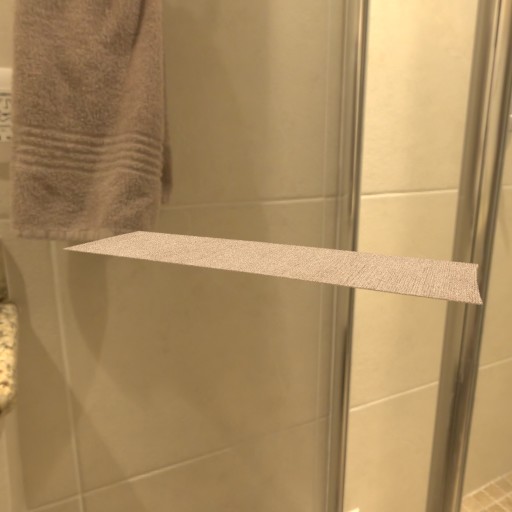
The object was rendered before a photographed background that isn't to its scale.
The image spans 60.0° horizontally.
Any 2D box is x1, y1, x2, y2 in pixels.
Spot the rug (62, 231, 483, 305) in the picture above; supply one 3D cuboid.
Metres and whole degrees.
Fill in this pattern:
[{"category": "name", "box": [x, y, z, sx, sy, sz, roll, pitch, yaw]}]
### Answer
[{"category": "rug", "box": [0.000, 0.000, 2.566, 2.346, 0.013, 0.712, 6, 15, 25]}]
